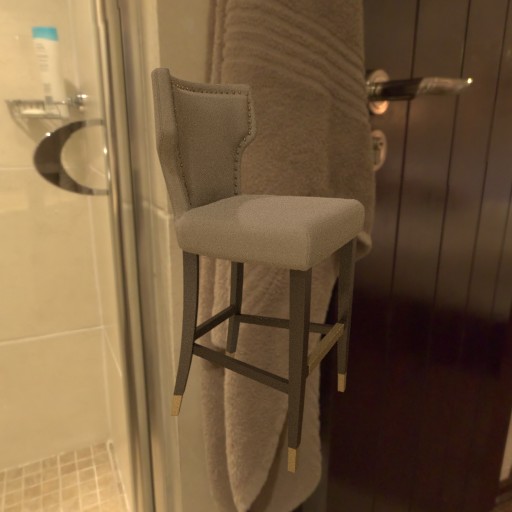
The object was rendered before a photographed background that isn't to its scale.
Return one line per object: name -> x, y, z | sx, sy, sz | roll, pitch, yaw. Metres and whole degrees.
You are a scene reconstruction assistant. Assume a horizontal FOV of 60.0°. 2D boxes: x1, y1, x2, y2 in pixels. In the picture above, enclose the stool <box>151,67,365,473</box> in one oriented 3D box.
stool -> 0.000, 0.000, 1.427 | 0.563, 1.092, 0.526 | 8, 17, 27
